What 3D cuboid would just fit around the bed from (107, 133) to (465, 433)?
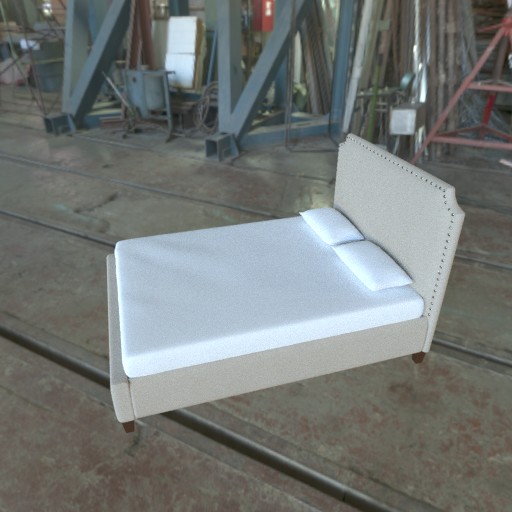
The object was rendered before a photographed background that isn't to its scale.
[{"bbox_3d":[0.000,0.000,3.553,2.372,1.443,1.713,-9,31,-15],"label":"bed"}]
